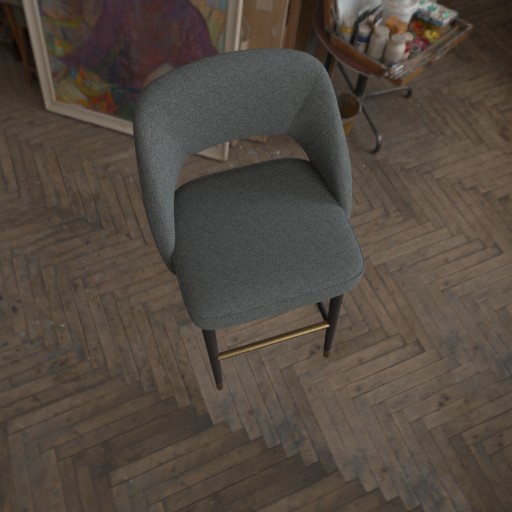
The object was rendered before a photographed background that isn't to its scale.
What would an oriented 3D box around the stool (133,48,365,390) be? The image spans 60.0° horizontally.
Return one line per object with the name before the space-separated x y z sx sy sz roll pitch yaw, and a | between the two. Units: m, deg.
stool | 0.000 0.000 1.367 0.536 1.089 0.524 -15 65 -7
